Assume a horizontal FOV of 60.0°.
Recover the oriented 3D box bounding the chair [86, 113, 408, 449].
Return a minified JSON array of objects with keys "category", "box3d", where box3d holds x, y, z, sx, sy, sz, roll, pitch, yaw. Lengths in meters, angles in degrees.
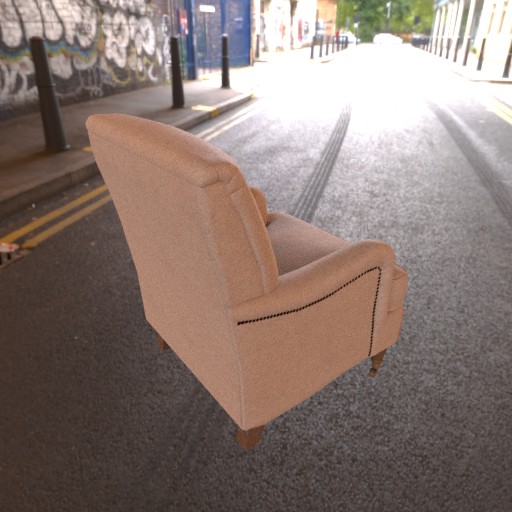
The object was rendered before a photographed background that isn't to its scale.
[{"category":"chair","box3d":[0.000,0.000,1.788,0.953,1.119,0.879,-18,32,-31]}]
